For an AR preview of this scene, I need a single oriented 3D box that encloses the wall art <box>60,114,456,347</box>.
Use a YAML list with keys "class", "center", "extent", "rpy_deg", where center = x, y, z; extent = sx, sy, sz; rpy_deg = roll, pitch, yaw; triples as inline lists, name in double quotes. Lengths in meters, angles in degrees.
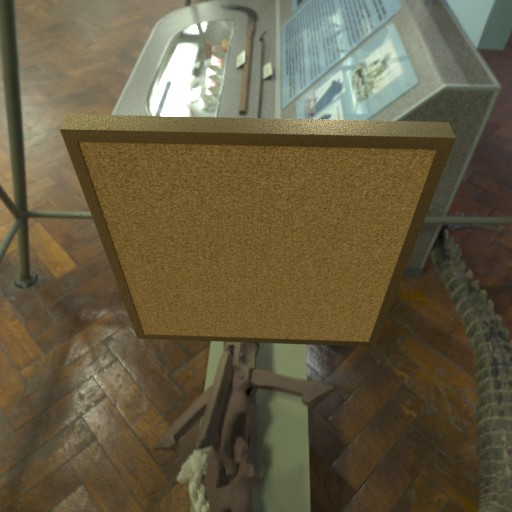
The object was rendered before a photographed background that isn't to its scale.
- class: "wall art"
  center: [0.000, 0.000, 0.770]
  extent: [0.510, 0.509, 0.037]
  rpy_deg: [2, 48, 2]
